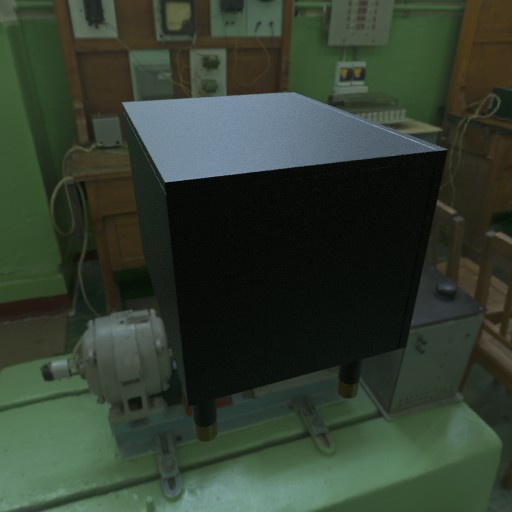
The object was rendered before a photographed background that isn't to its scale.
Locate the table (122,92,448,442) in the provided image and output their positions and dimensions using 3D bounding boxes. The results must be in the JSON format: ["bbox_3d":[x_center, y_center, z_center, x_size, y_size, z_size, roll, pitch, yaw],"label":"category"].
[{"bbox_3d":[0.000,0.000,0.979,0.441,0.584,0.564,-10,31,-17],"label":"table"}]
